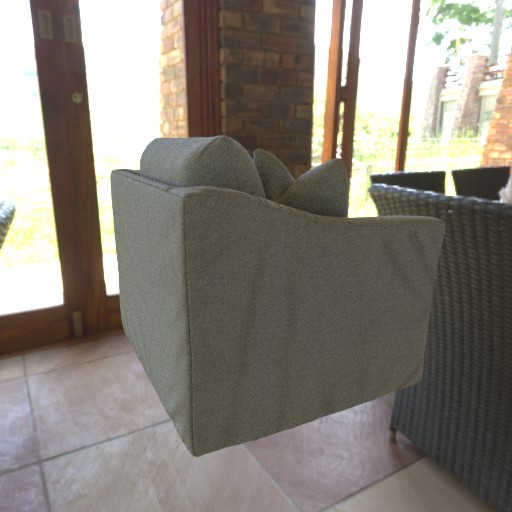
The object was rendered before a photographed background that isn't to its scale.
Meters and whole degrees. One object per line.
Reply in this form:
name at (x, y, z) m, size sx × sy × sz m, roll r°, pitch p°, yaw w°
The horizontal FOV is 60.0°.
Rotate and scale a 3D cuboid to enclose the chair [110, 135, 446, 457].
chair at (0.000, 0.000, 2.028) m, size 1.071 × 1.059 × 1.194 m, roll -8°, pitch 17°, yaw -26°
